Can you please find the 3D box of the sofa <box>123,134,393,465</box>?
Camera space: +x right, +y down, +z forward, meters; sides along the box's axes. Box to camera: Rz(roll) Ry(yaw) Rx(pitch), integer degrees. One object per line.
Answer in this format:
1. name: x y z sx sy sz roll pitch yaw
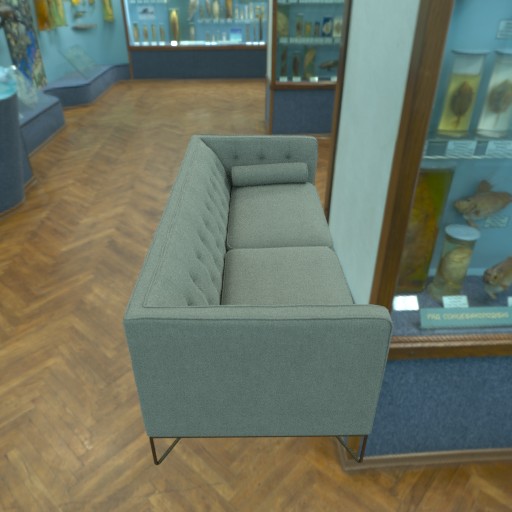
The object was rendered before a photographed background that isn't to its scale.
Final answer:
1. sofa: 0.000 0.000 2.519 0.912 0.798 2.079 0 32 -1
